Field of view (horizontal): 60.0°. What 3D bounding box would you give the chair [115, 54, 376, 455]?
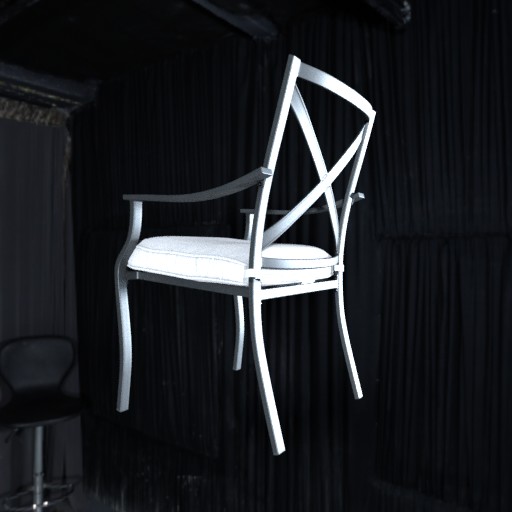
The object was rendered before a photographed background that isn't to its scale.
[{"bbox_3d":[0.000,0.000,1.321,0.620,0.889,0.575,1,1,36],"label":"chair"}]
